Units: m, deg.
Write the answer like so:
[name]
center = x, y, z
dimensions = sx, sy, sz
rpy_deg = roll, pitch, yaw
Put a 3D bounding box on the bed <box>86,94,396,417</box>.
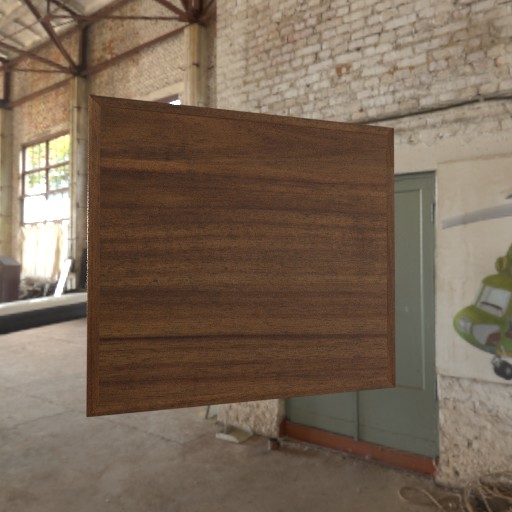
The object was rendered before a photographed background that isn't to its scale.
[bed]
center = 0.000, 0.000, 1.466
dimensions = 1.041, 0.940, 0.043
rpy_deg = 0, -1, -18
